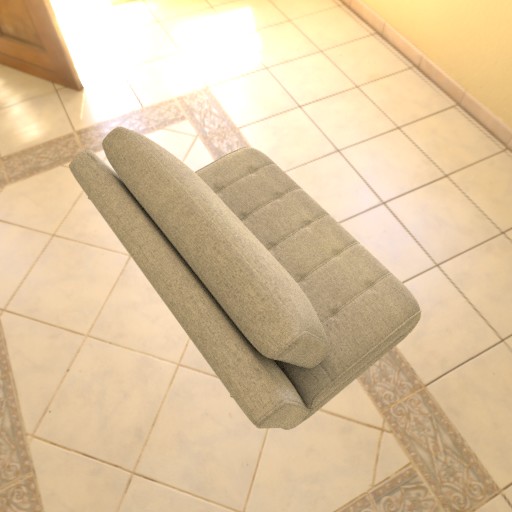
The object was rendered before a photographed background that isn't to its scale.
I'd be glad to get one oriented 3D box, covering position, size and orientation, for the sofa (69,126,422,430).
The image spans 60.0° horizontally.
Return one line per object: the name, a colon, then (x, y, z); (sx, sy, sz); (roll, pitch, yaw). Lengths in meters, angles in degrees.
sofa: (0.000, 0.000, 1.874); (0.910, 0.910, 1.220); (-33, 64, -19)
